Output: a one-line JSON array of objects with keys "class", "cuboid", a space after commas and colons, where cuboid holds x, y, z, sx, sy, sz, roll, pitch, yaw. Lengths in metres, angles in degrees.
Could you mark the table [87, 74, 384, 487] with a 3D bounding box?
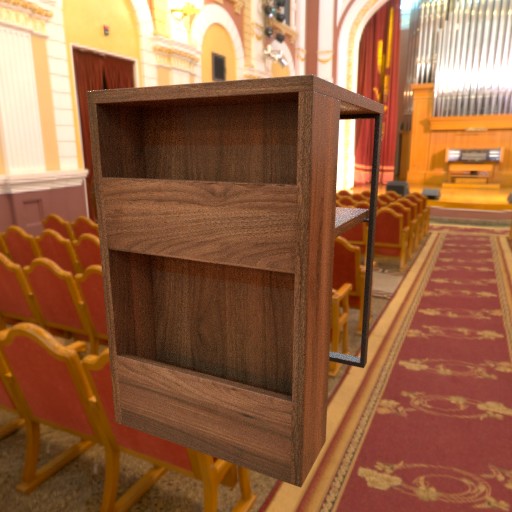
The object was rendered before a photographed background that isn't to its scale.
[{"class": "table", "cuboid": [0.000, 0.000, 1.551, 0.660, 1.041, 0.786, 7, 15, 25]}]
